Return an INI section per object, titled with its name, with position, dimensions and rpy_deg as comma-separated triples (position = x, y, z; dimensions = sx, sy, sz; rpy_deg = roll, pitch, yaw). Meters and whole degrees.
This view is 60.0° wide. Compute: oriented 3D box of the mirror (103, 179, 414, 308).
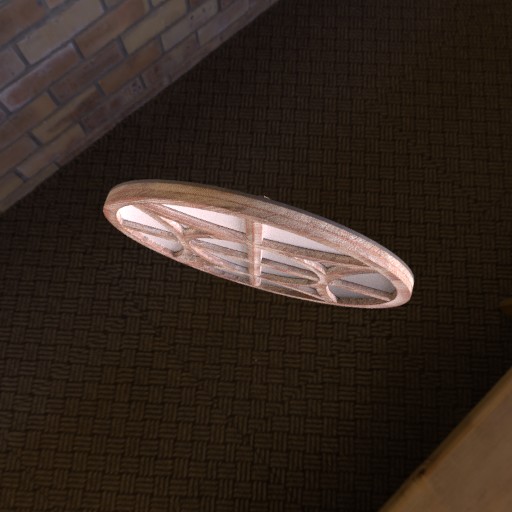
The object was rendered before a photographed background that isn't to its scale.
[mirror]
position = 0.000, 0.000, 1.048
dimensions = 0.710, 0.710, 0.038
rpy_deg = 15, 77, 4
